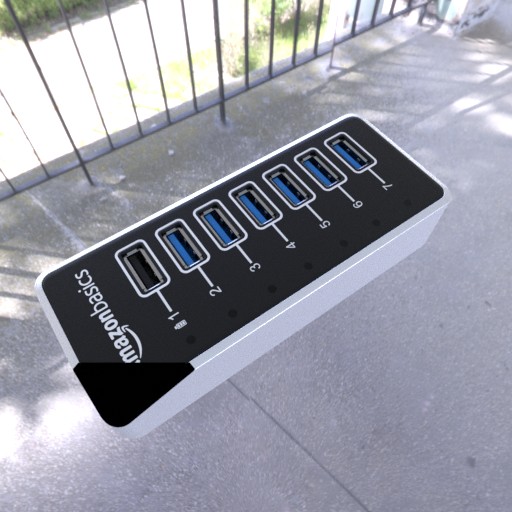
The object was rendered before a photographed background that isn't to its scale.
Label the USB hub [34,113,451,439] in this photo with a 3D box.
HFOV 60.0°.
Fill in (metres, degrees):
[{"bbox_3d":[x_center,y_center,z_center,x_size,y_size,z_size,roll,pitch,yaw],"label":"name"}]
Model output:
[{"bbox_3d":[0.000,0.000,0.128,0.110,0.023,0.044,-31,63,-17],"label":"USB hub"}]
